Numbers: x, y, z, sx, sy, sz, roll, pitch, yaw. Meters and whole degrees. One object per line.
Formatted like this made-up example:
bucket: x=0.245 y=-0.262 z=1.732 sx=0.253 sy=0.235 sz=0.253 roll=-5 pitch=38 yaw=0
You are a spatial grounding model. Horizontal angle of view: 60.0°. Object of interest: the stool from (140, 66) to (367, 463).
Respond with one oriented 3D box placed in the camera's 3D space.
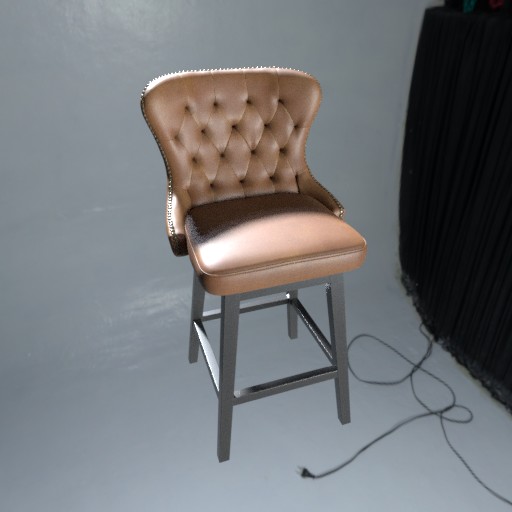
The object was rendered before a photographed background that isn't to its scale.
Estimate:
stool: x=0.000 y=0.000 z=1.324 sx=0.528 sy=0.971 sz=0.593 roll=-10 pitch=33 yaw=-16
